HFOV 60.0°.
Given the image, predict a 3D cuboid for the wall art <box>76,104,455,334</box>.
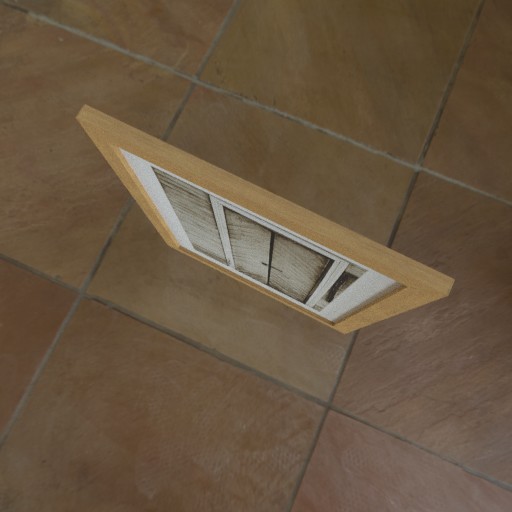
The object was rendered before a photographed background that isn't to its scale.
[{"bbox_3d":[0.000,0.000,0.762,0.460,0.561,0.020,26,77,6],"label":"wall art"}]
